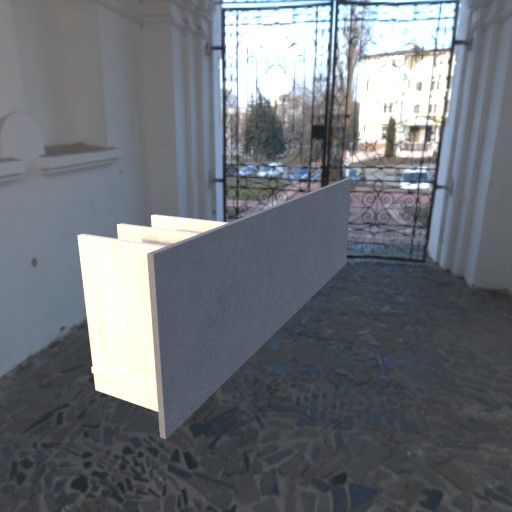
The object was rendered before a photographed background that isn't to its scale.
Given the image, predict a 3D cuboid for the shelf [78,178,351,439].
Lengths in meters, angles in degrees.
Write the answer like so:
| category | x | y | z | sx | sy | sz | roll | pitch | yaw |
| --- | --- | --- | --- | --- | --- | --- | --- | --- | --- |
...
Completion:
| category | x | y | z | sx | sy | sz | roll | pitch | yaw |
| --- | --- | --- | --- | --- | --- | --- | --- | --- | --- |
| shelf | 0.000 | 0.000 | 1.126 | 0.200 | 0.300 | 1.020 | 8 | 18 | 26 |
